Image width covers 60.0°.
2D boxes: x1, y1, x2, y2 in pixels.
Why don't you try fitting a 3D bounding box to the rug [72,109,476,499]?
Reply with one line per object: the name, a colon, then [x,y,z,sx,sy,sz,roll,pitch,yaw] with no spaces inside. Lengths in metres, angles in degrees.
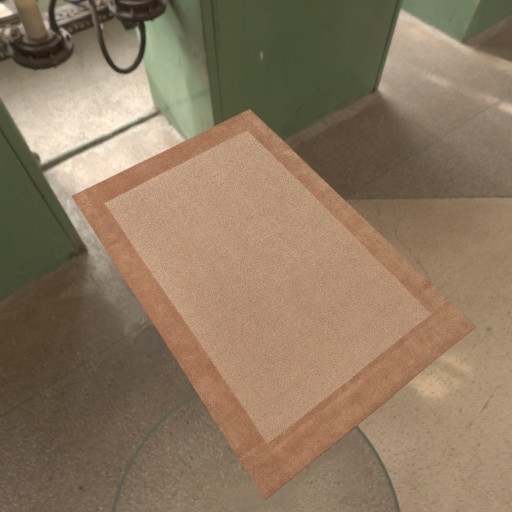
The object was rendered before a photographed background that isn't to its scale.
rug: [0.000,0.000,2.269,1.219,0.014,1.829,-32,64,-18]
